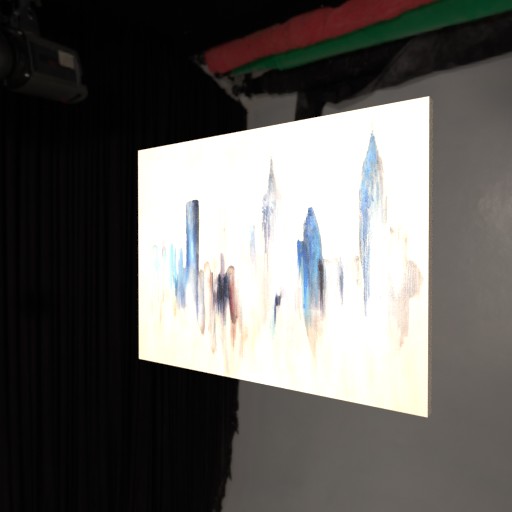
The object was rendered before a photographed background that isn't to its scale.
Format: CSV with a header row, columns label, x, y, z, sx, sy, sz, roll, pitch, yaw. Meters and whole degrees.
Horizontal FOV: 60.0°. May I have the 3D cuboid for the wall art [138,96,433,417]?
label,x,y,z,sx,sy,sz,roll,pitch,yaw
wall art,0.000,0.000,1.353,1.016,0.762,0.038,1,1,34
